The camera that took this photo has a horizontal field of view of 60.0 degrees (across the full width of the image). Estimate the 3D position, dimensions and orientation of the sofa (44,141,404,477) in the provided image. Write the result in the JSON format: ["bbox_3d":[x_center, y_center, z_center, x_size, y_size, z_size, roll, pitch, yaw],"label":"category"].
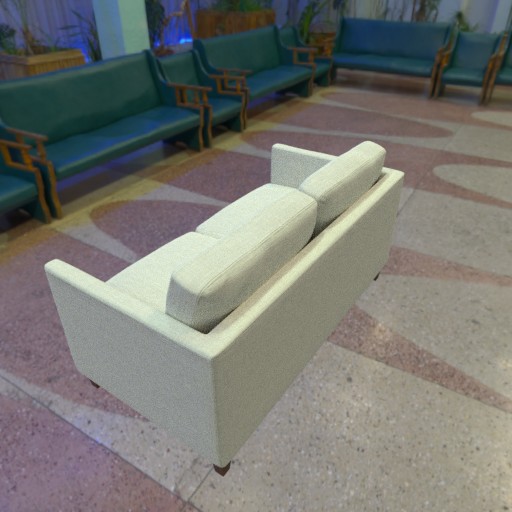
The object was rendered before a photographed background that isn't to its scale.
[{"bbox_3d":[0.000,0.000,2.404,0.950,0.963,1.838,21,39,28],"label":"sofa"}]
